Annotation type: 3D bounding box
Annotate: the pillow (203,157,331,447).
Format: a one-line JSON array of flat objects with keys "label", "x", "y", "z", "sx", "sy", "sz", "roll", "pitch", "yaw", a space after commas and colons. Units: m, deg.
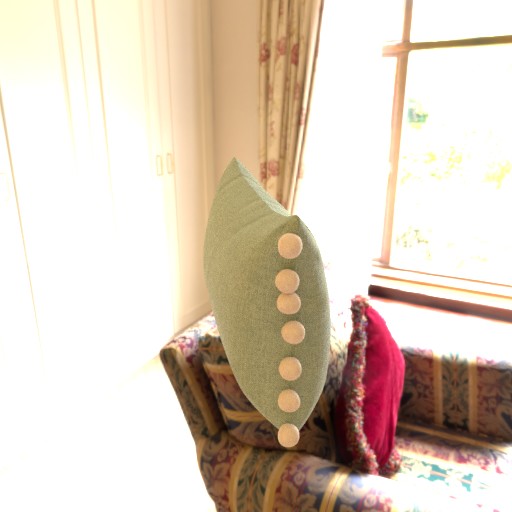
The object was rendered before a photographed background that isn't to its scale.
[{"label": "pillow", "x": 0.000, "y": 0.000, "z": 0.855, "sx": 0.201, "sy": 0.322, "sz": 0.709, "roll": -3, "pitch": 18, "yaw": -9}]
